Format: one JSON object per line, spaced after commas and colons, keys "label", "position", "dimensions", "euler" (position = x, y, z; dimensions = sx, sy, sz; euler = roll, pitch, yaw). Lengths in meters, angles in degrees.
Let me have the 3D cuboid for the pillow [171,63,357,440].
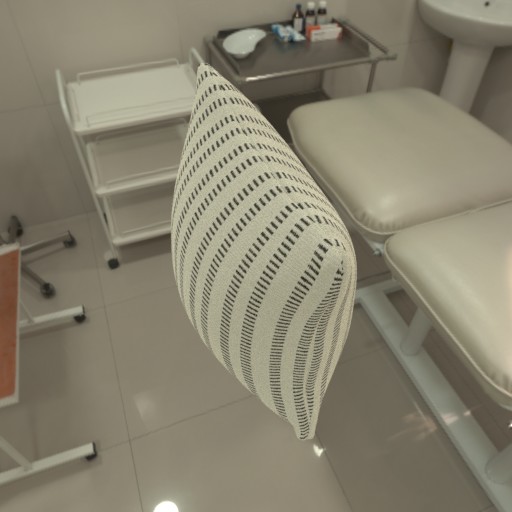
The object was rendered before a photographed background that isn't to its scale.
{"label": "pillow", "position": [0.000, 0.000, 0.674], "dimensions": [0.247, 0.419, 0.438], "euler": [-16, 49, -14]}
